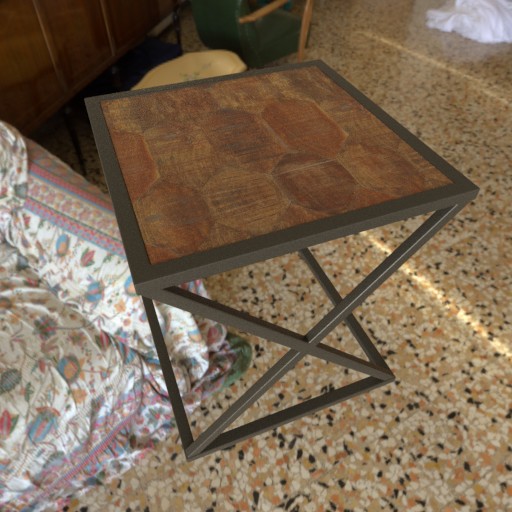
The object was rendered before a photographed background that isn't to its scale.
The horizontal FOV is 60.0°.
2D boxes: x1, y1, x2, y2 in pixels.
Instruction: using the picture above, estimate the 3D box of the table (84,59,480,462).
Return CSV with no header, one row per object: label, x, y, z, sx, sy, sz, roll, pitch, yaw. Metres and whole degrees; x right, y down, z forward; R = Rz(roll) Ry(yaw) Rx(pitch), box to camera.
table,0.000,0.000,0.939,0.500,0.565,0.500,-16,48,-15
